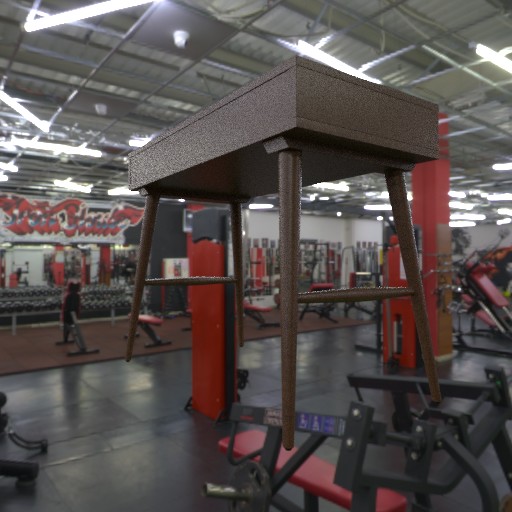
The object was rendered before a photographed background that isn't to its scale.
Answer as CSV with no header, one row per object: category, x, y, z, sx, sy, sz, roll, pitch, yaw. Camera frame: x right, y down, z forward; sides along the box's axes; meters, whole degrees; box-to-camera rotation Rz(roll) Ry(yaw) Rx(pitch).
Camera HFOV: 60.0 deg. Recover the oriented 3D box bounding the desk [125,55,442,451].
desk,0.000,0.000,1.370,0.510,0.758,0.949,0,-1,-35
